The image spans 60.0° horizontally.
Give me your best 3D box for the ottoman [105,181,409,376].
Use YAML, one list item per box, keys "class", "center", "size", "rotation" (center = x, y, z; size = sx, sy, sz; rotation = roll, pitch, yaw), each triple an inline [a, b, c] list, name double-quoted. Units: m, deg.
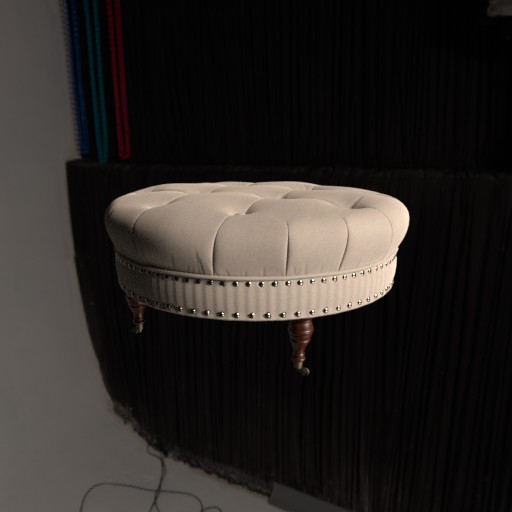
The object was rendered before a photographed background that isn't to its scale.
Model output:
- class: "ottoman"
  center: [0.000, 0.000, 1.410]
  size: [0.901, 0.439, 0.901]
  rotation: [0, 14, 0]
